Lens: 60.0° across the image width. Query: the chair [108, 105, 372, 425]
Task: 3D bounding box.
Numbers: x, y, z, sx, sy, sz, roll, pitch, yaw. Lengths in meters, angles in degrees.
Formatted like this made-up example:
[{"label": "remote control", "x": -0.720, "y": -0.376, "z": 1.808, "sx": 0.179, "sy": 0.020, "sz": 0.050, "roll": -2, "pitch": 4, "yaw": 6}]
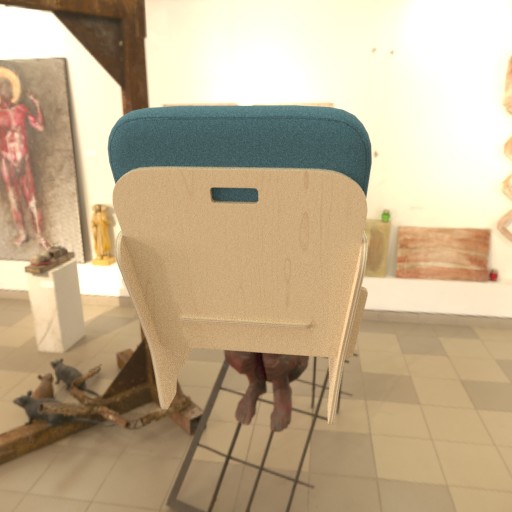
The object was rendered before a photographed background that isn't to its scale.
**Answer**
[{"label": "chair", "x": 0.000, "y": 0.000, "z": 1.194, "sx": 0.547, "sy": 0.747, "sz": 0.657, "roll": 2, "pitch": 17, "yaw": 8}]
